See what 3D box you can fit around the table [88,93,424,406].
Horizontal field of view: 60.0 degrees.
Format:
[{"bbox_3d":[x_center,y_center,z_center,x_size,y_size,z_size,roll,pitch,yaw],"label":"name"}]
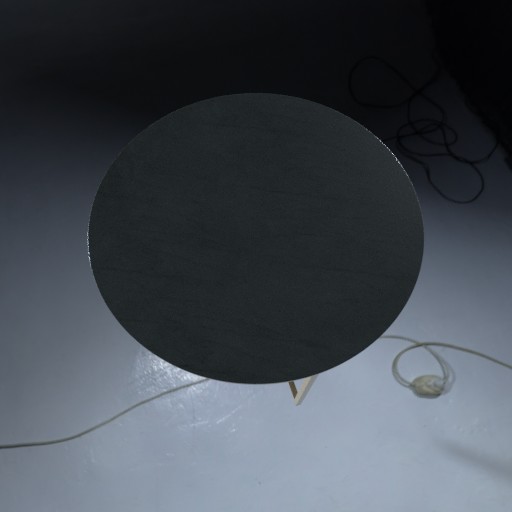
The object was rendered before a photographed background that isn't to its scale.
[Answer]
[{"bbox_3d":[0.000,0.000,1.270,0.800,0.450,0.800,0,63,0],"label":"table"}]
